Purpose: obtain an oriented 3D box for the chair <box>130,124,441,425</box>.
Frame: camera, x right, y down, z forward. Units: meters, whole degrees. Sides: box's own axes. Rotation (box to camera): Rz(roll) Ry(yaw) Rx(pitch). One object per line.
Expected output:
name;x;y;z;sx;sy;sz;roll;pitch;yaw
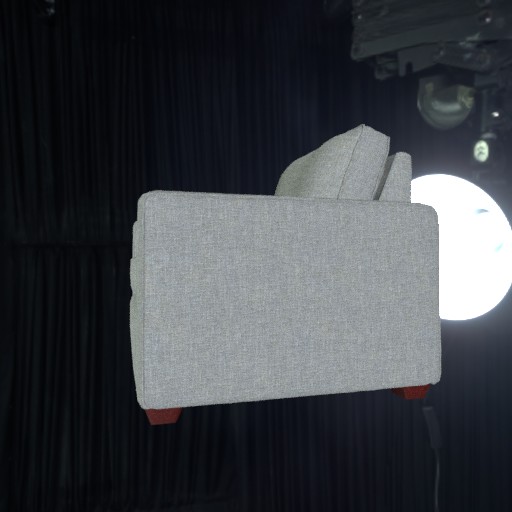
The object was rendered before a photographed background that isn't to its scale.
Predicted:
chair;0.000;0.000;1.730;0.940;0.914;1.016;0;-1;-16
